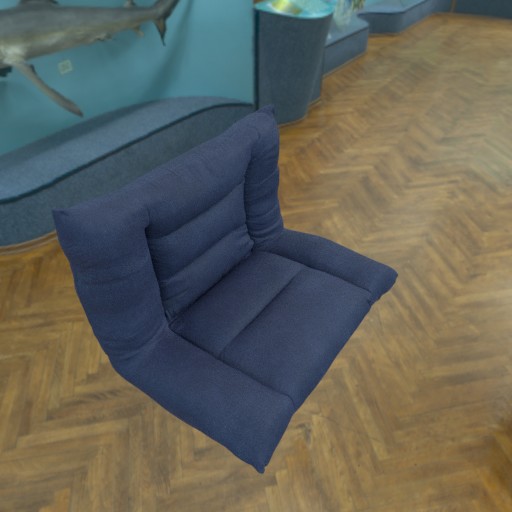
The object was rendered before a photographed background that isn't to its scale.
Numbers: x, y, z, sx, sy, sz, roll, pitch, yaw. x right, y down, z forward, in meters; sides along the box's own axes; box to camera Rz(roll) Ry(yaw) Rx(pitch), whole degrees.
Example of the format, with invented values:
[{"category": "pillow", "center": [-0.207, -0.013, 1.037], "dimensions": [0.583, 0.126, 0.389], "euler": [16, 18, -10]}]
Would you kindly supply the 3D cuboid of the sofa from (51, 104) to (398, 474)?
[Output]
[{"category": "sofa", "center": [0.000, 0.000, 1.705], "dimensions": [0.849, 0.778, 1.122], "euler": [24, 45, 27]}]
